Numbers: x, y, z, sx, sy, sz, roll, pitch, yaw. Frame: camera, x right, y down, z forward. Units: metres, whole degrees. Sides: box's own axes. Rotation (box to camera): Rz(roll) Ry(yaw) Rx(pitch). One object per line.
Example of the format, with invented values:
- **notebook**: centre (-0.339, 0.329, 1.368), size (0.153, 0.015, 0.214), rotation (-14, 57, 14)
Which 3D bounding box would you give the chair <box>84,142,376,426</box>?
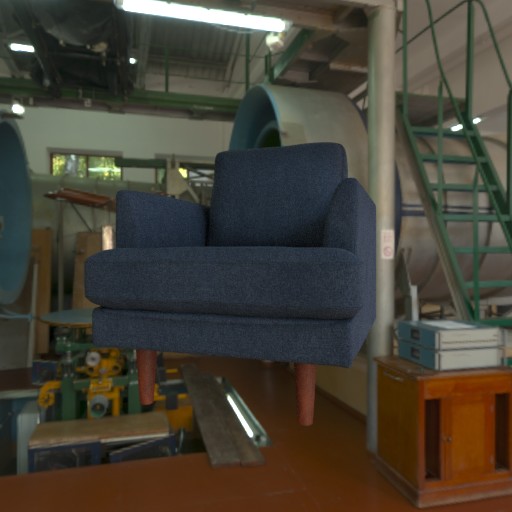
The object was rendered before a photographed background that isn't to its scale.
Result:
- **chair**: centre (0.000, 0.000, 1.654), size (0.858, 0.957, 0.899), rotation (0, 1, 19)
